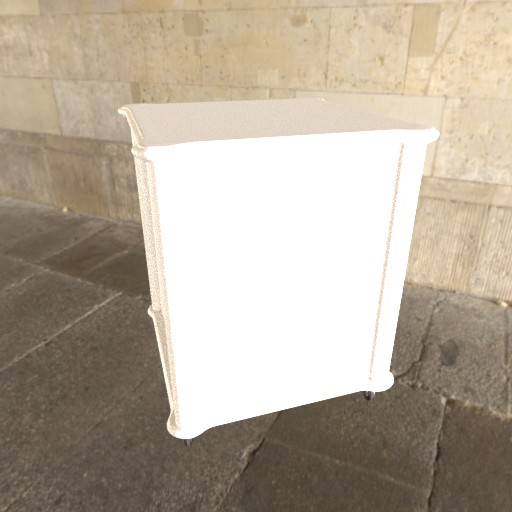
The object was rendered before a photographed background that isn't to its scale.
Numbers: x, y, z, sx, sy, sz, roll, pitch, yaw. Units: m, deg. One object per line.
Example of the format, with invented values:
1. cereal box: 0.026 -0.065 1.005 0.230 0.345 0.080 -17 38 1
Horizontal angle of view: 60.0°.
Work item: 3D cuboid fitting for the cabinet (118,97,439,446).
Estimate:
1. cabinet: 0.000 0.000 1.238 0.628 0.761 0.627 -8 27 -16
